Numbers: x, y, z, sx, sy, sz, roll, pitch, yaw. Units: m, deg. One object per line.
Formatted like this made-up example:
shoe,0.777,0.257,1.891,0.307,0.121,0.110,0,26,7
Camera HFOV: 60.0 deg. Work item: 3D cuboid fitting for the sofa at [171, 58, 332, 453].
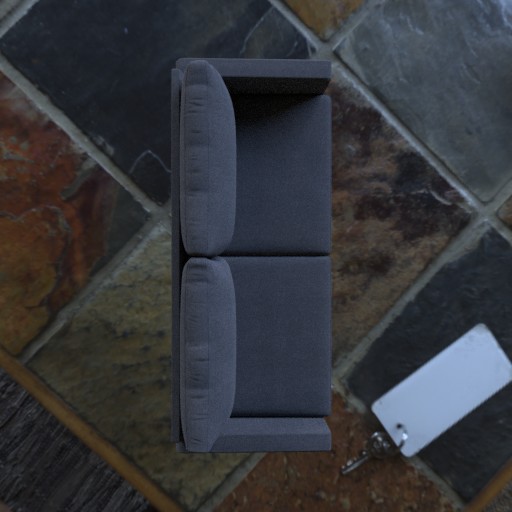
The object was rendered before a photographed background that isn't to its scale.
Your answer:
sofa,0.000,0.000,2.545,0.880,0.880,2.100,0,90,-2
